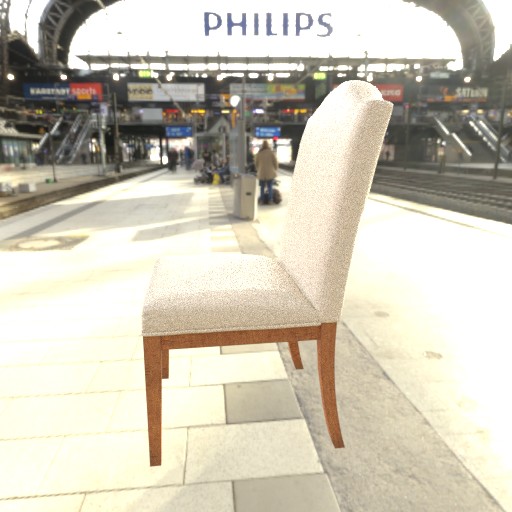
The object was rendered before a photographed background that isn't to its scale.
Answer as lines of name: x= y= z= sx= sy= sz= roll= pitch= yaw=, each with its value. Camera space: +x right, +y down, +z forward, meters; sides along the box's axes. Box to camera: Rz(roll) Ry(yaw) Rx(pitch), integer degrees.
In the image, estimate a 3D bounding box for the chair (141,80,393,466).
chair: x=0.000 y=0.000 z=1.349 sx=0.648 sy=1.012 sz=0.534 roll=-2 pitch=13 yaw=-8
